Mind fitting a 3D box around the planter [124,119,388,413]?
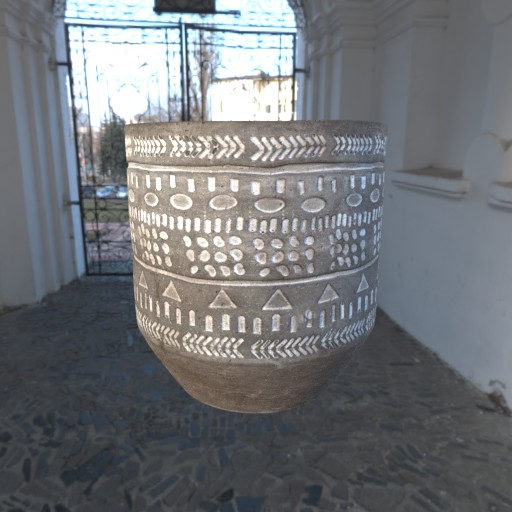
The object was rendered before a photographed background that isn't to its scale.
[{"bbox_3d":[0.000,0.000,0.226,0.122,0.128,0.122,0,14,0],"label":"planter"}]
